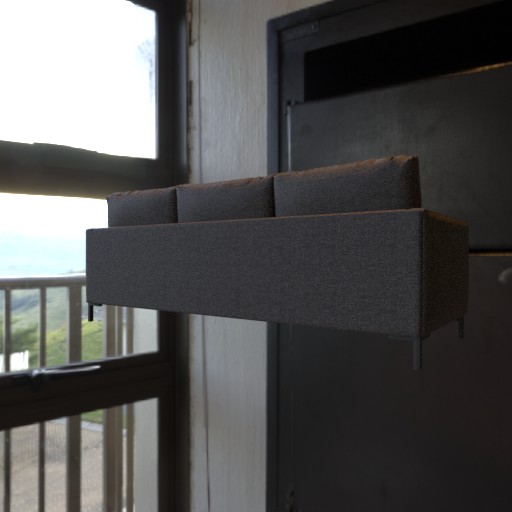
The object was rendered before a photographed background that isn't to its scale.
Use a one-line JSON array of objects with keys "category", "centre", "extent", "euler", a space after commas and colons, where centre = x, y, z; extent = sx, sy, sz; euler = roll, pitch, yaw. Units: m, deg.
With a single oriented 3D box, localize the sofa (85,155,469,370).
[{"category": "sofa", "centre": [0.000, 0.000, 2.691], "extent": [2.253, 0.882, 0.876], "euler": [0, 0, 36]}]
